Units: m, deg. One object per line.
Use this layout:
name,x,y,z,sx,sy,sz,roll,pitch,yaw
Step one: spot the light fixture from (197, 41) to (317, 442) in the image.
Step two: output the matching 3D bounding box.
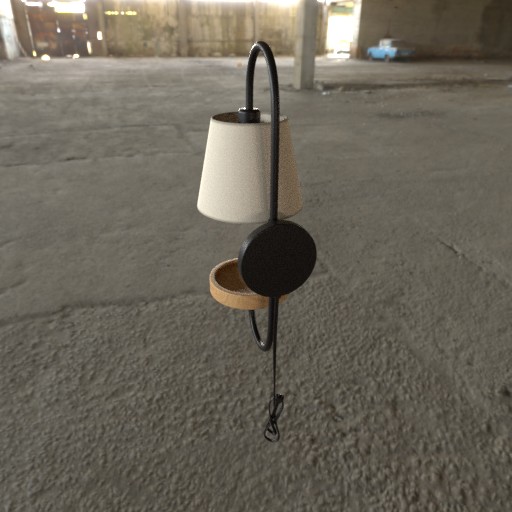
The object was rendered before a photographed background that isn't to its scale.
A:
light fixture,0.000,0.000,0.940,0.220,0.821,0.299,-8,28,-16
